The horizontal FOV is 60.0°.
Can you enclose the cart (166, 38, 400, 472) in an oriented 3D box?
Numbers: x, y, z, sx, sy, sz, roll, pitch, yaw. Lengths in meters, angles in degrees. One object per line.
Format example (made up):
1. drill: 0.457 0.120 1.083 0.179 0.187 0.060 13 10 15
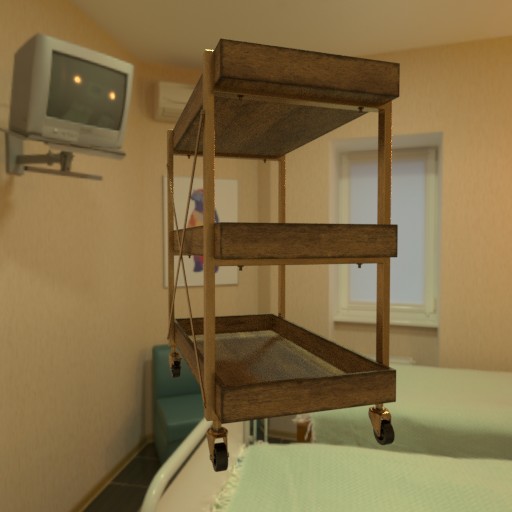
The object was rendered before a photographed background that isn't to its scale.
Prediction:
1. cart: 0.000 0.000 1.208 0.416 0.799 0.750 -1 2 -18
